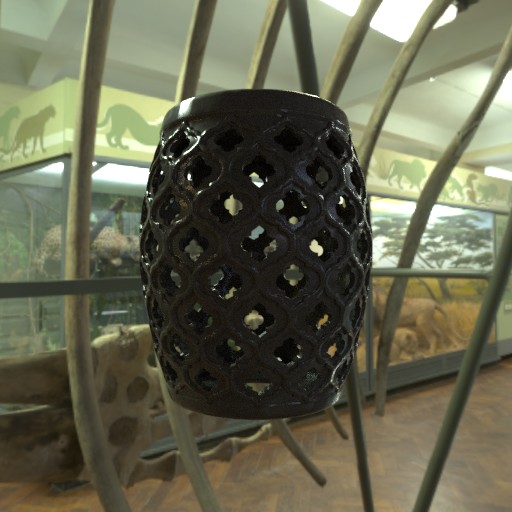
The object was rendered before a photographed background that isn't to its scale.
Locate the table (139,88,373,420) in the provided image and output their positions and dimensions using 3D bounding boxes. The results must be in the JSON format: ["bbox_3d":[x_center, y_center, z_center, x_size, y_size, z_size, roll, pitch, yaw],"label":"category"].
[{"bbox_3d":[0.000,0.000,0.638,0.325,0.388,0.325,0,-1,0],"label":"table"}]
